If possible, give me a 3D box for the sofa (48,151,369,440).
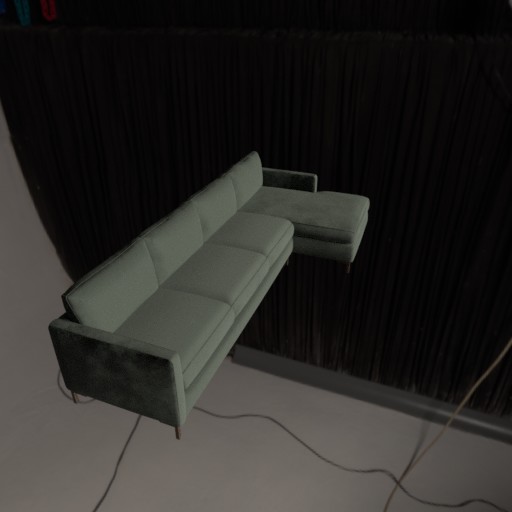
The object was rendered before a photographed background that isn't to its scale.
[{"bbox_3d":[0.000,0.000,3.222,1.255,0.756,2.725,11,32,18],"label":"sofa"}]
